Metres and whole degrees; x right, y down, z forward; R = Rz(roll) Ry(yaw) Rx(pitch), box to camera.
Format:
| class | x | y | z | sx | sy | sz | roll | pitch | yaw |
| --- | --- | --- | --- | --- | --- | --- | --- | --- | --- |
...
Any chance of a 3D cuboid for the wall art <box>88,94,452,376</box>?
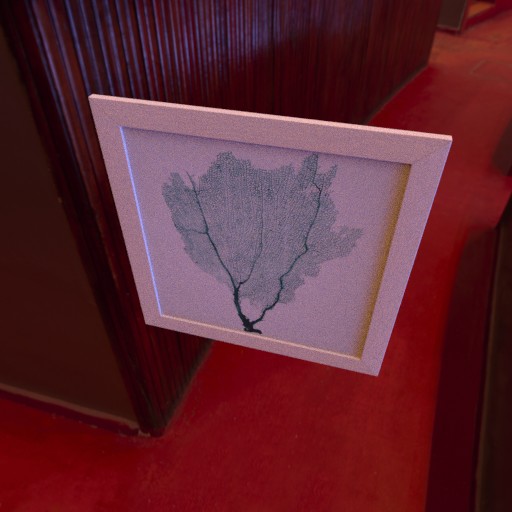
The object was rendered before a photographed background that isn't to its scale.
| class | x | y | z | sx | sy | sz | roll | pitch | yaw |
| --- | --- | --- | --- | --- | --- | --- | --- | --- | --- |
| wall art | 0.000 | 0.000 | 0.870 | 0.572 | 0.577 | 0.015 | 10 | 42 | 12 |
